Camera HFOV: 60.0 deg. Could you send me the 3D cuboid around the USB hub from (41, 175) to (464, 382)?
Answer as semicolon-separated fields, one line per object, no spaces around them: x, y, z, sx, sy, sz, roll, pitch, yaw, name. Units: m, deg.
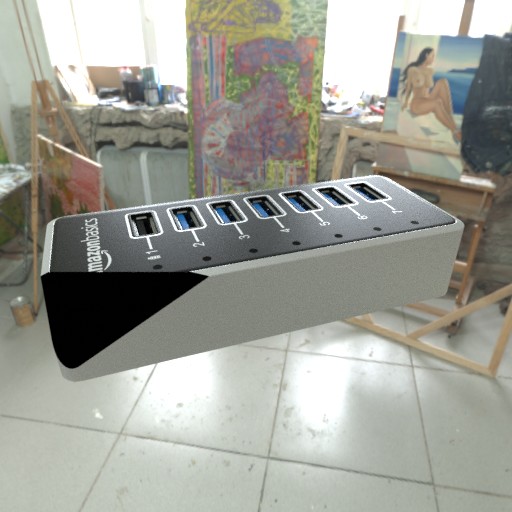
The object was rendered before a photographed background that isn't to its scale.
0.000;0.000;0.129;0.110;0.023;0.044;-10;32;-17;USB hub
